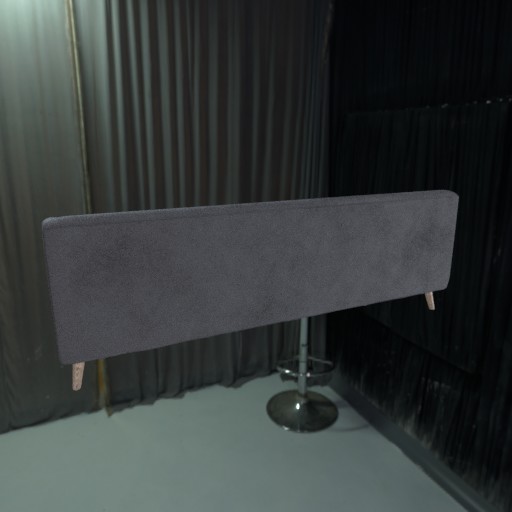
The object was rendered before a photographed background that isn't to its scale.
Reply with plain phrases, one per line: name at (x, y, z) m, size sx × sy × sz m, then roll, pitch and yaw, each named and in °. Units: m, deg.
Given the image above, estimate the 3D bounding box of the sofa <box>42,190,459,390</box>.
sofa at (0.000, 0.000, 2.560) m, size 2.190 × 0.740 × 0.900 m, roll -7°, pitch 17°, yaw -25°
